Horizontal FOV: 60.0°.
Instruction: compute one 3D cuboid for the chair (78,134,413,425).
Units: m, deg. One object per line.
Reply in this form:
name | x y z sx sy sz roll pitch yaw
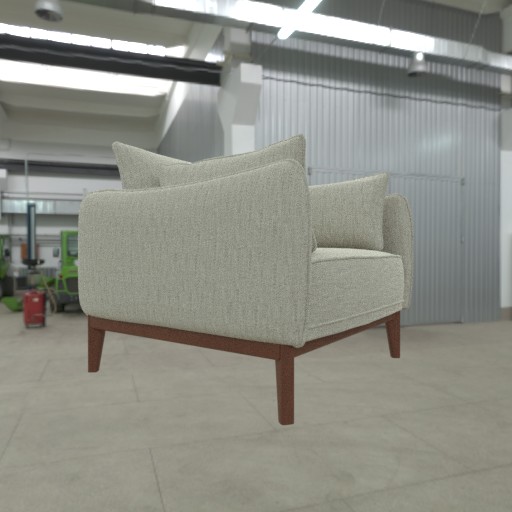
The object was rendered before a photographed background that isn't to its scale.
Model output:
chair | 0.000 0.000 1.748 0.991 0.855 0.994 1 1 36
